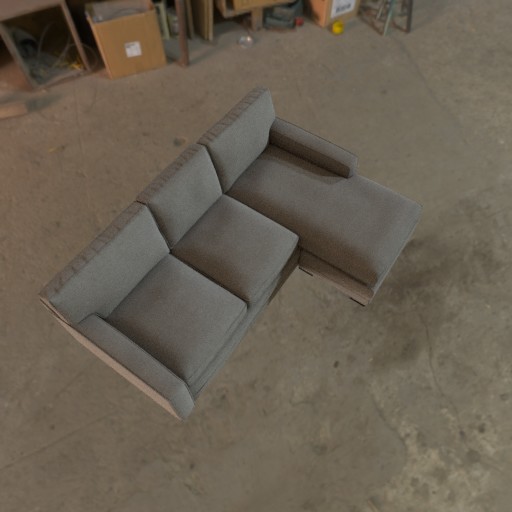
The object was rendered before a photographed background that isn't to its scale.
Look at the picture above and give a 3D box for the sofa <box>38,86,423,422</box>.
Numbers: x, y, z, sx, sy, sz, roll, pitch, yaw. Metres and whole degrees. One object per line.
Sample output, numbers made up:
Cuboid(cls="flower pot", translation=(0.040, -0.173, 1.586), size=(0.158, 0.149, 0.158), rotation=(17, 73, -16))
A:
Cuboid(cls="sofa", translation=(0.000, 0.000, 2.872), size=(1.496, 0.861, 2.087), rotation=(31, 64, 17))
